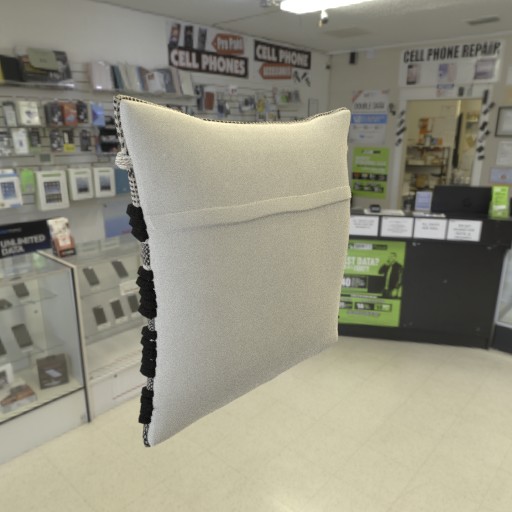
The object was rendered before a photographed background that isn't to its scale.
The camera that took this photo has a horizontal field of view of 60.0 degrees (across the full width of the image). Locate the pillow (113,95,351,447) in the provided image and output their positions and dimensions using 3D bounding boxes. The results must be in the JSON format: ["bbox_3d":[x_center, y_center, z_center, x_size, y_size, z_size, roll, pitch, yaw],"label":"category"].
[{"bbox_3d":[0.000,0.000,0.670,0.156,0.438,0.436,15,22,42],"label":"pillow"}]
